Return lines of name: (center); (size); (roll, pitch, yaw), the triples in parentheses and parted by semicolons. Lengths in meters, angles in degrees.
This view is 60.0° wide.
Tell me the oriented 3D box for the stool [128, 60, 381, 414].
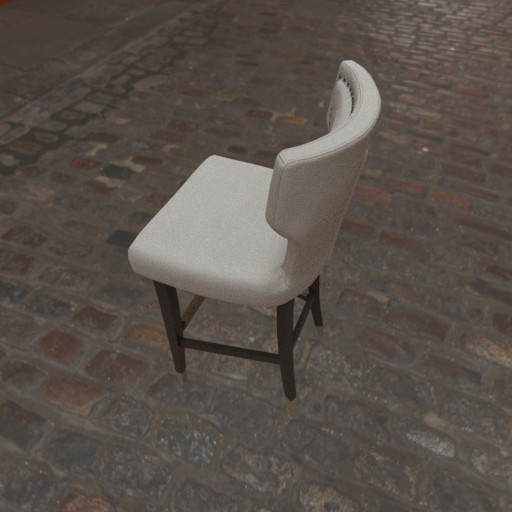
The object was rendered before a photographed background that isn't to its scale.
stool: (0.000, 0.000, 1.399); (0.563, 1.092, 0.526); (17, 48, 16)
